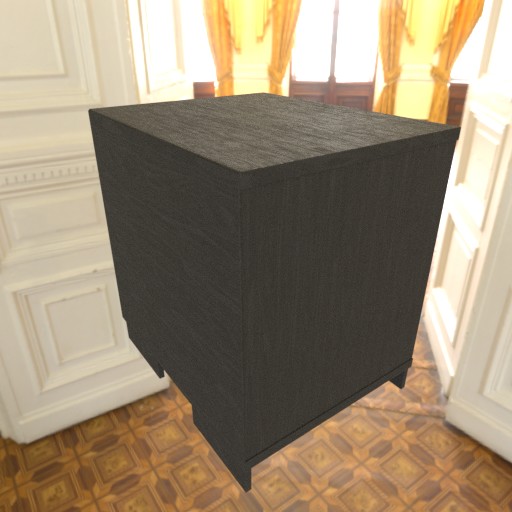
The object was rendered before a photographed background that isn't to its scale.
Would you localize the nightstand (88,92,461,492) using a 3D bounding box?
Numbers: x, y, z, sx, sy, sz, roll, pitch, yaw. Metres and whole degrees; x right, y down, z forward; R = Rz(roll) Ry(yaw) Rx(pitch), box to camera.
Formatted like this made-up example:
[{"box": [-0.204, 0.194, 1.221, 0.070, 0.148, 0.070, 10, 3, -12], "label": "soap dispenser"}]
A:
[{"box": [0.000, 0.000, 0.738, 0.347, 0.448, 0.427, -18, 32, -31], "label": "nightstand"}]
